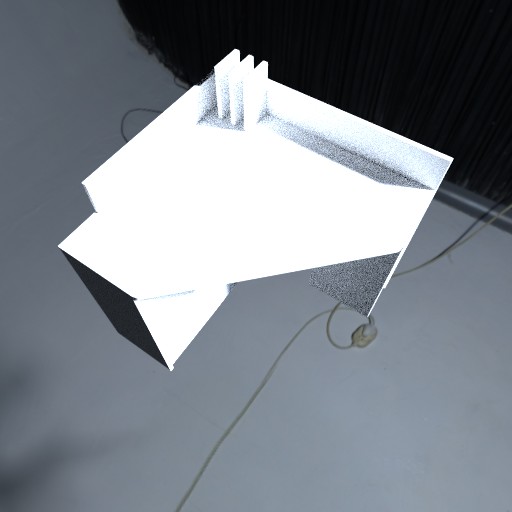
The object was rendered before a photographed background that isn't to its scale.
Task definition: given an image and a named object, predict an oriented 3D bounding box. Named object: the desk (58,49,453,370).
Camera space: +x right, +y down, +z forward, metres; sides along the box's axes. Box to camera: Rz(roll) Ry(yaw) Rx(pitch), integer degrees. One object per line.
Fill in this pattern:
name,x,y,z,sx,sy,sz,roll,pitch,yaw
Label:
desk,0.000,0.000,1.749,0.940,0.986,0.940,30,63,17
